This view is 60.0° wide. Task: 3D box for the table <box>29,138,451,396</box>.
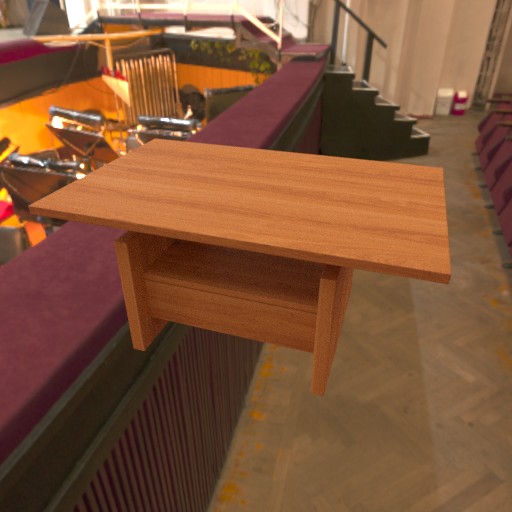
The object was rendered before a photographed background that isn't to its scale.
[{"bbox_3d":[0.000,0.000,1.495,1.100,0.510,0.700,10,32,16],"label":"table"}]
